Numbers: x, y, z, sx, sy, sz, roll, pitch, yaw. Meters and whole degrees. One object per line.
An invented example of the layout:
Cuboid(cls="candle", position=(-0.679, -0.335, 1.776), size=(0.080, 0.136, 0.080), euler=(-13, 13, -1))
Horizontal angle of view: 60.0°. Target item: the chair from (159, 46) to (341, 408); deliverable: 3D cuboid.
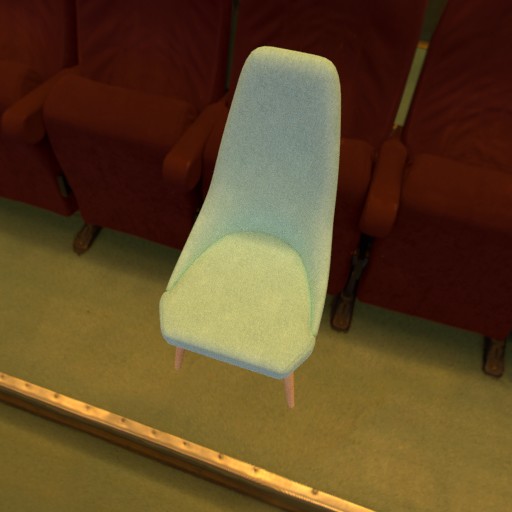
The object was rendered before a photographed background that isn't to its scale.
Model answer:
Cuboid(cls="chair", position=(0.000, 0.000, 1.432), size=(0.510, 1.040, 0.660), euler=(16, 59, 10))
